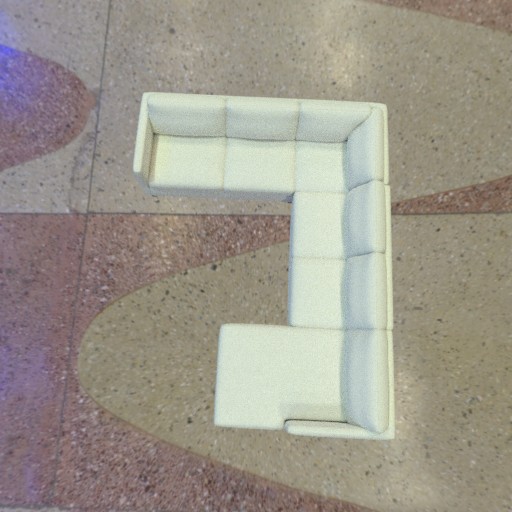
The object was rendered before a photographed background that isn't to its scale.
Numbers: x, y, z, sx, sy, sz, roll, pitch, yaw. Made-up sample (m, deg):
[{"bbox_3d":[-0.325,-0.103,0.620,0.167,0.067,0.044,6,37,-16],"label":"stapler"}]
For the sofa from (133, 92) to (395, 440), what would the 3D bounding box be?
[{"bbox_3d":[0.000,0.000,4.391,2.551,0.853,3.238,3,76,1],"label":"sofa"}]
